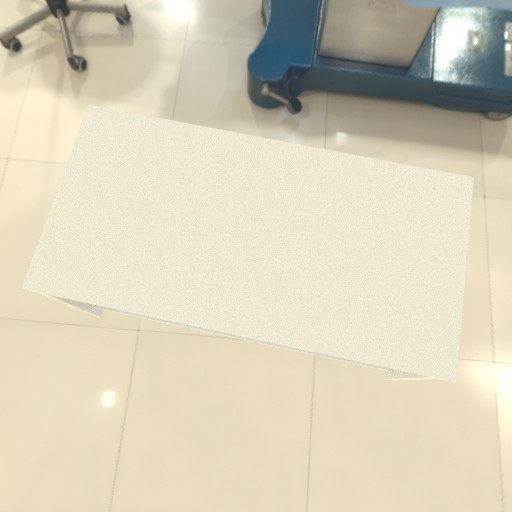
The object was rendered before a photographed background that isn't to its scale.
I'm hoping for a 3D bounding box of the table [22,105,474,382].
[{"bbox_3d":[0.000,0.000,1.272,1.000,0.441,0.500,12,74,3],"label":"table"}]
